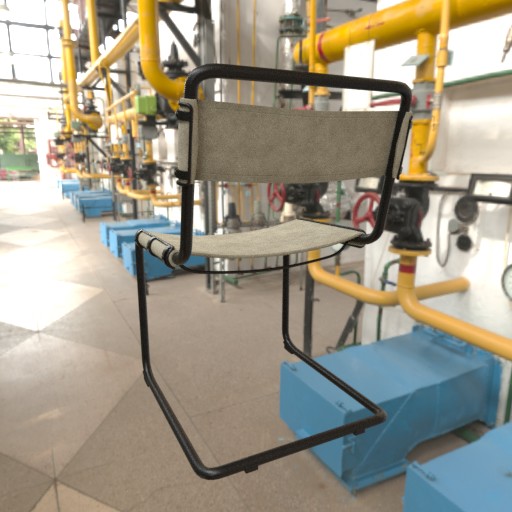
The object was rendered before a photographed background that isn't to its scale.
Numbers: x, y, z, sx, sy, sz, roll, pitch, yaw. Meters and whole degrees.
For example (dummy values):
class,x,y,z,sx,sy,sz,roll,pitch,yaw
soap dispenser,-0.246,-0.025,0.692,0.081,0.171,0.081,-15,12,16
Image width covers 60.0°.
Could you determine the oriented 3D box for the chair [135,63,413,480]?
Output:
class,x,y,z,sx,sy,sz,roll,pitch,yaw
chair,0.000,0.000,1.057,0.499,0.747,0.497,-6,14,-26
